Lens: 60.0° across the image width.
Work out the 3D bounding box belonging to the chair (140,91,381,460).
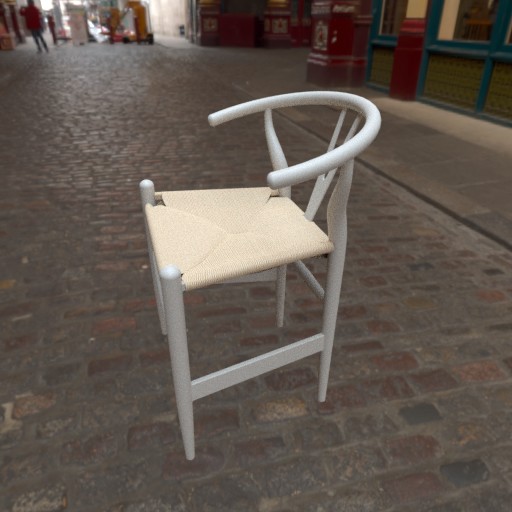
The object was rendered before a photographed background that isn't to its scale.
[{"bbox_3d":[0.000,0.000,1.103,0.500,0.736,0.533,-9,30,-15],"label":"chair"}]
